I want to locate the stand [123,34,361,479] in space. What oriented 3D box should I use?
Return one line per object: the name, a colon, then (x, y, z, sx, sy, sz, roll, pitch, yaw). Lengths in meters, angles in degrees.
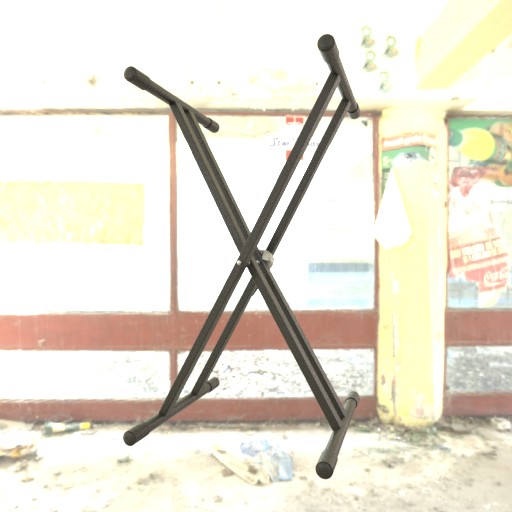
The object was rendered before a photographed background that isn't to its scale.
stand: (0.000, 0.000, 1.200, 0.503, 0.900, 0.495, 0, 0, 19)
